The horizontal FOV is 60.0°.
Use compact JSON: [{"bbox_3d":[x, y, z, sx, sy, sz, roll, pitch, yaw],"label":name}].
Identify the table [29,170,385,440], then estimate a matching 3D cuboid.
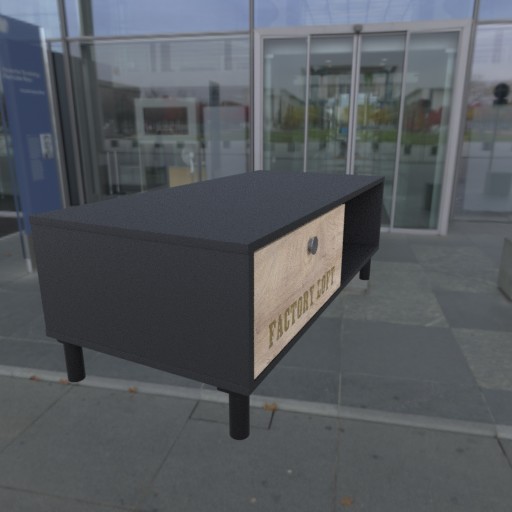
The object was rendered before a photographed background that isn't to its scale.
[{"bbox_3d":[0.000,0.000,1.353,0.550,0.400,1.100,8,18,25],"label":"table"}]
